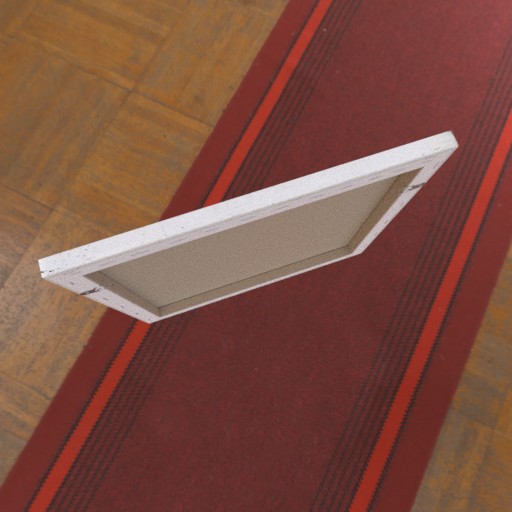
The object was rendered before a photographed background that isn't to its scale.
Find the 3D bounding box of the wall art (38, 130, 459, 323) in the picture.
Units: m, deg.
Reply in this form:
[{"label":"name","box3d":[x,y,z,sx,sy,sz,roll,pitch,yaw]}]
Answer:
[{"label":"wall art","box3d":[0.000,0.000,1.135,0.762,0.762,0.038,-18,76,-5]}]
